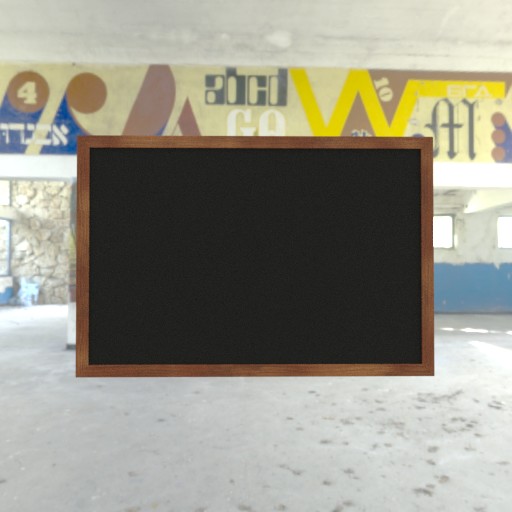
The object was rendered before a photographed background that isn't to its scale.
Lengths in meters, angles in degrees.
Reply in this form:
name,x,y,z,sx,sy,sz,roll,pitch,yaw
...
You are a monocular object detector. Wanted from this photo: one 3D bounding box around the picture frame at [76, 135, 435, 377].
name,x,y,z,sx,sy,sz,roll,pitch,yaw
picture frame,0.000,0.000,1.193,0.950,0.640,0.029,0,-1,-1
